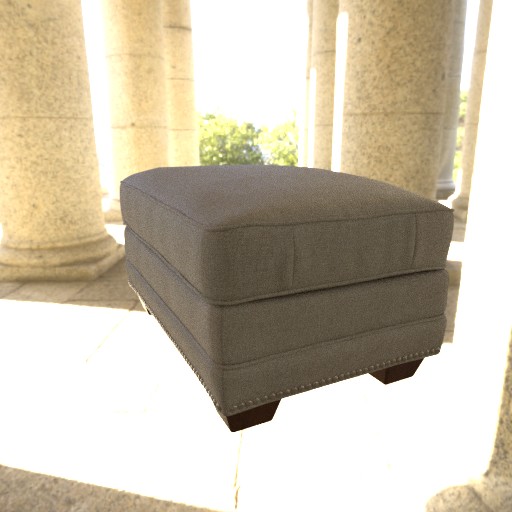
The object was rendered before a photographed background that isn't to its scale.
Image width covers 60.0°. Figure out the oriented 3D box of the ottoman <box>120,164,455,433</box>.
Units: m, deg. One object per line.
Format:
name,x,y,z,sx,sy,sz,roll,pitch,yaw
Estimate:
ottoman,0.000,0.000,1.159,0.559,0.458,0.813,-7,16,-26
